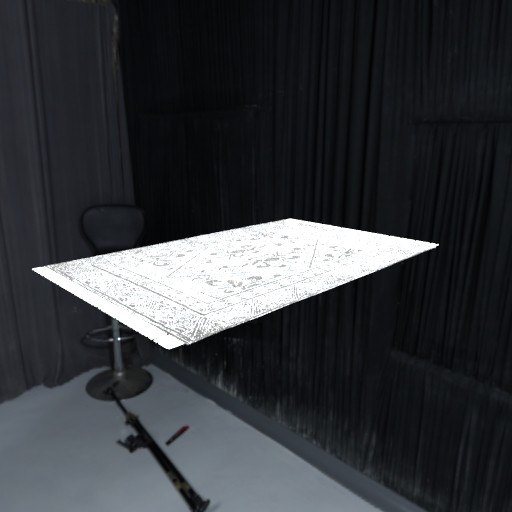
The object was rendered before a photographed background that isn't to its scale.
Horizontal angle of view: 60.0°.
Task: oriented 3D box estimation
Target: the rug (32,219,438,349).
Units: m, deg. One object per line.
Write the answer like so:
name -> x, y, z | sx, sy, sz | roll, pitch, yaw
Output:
rug -> 0.000, 0.000, 3.073 | 2.440, 0.010, 1.529 | -15, 21, -43
